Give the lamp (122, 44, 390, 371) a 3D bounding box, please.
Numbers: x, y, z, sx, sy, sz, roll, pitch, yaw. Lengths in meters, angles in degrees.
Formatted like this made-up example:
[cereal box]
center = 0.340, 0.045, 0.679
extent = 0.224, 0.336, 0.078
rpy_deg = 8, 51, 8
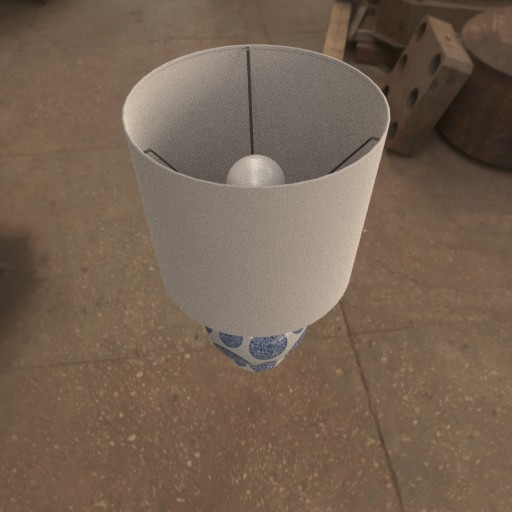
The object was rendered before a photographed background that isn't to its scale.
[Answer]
[lamp]
center = 0.000, 0.000, 0.504
extent = 0.215, 0.381, 0.215
rpy_deg = -3, 49, -3
